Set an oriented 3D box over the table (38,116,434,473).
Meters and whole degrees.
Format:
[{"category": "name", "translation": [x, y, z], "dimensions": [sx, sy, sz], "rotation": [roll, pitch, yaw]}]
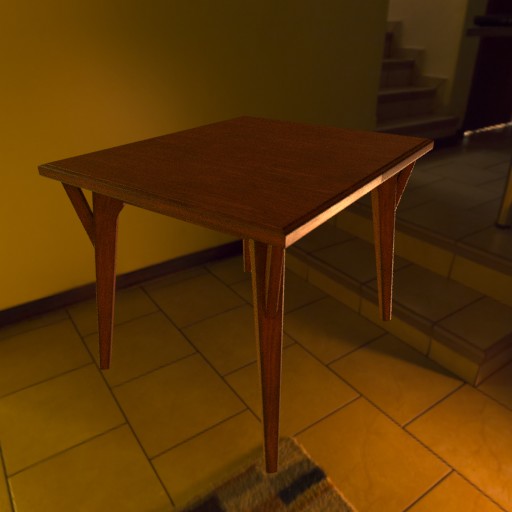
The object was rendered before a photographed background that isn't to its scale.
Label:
[{"category": "table", "translation": [0.000, 0.000, 1.588], "dimensions": [0.838, 0.761, 0.991], "rotation": [18, 32, 31]}]
